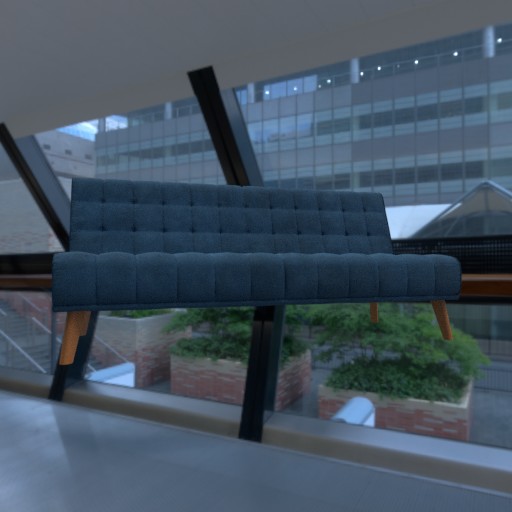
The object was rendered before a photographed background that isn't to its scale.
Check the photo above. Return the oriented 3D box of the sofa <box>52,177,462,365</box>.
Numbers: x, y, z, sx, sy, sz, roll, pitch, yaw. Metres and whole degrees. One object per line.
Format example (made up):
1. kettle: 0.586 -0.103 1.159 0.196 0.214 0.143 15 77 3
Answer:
1. sofa: 0.000 0.000 2.266 1.804 0.813 0.855 0 -1 -17
